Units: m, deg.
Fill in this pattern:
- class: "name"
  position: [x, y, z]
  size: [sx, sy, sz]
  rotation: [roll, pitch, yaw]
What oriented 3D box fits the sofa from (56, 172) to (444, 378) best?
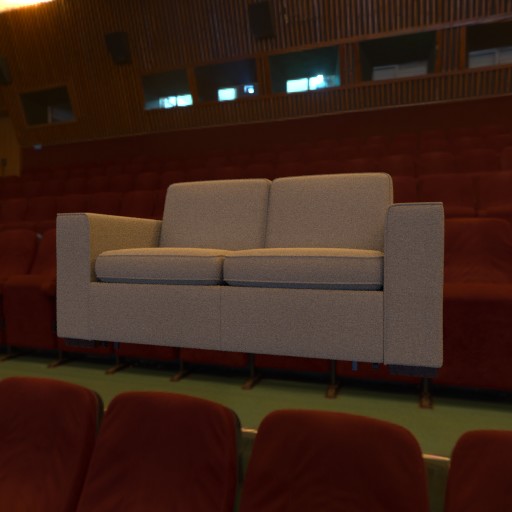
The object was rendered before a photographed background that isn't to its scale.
- class: "sofa"
  position: [0.000, 0.000, 2.398]
  size: [1.812, 0.924, 1.007]
  rotation: [0, 1, 19]
